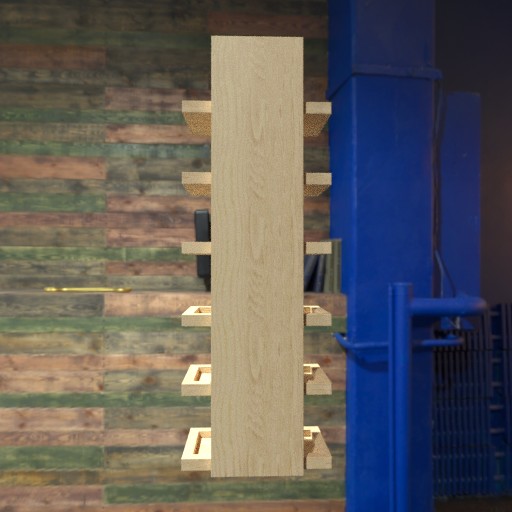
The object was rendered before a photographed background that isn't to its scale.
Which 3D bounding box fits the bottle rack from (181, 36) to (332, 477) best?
[{"bbox_3d":[0.000,0.000,1.053,0.330,0.943,0.206,0,-1,-2],"label":"bottle rack"}]
